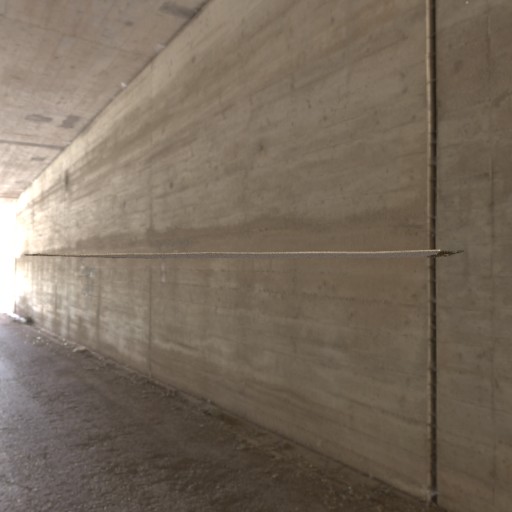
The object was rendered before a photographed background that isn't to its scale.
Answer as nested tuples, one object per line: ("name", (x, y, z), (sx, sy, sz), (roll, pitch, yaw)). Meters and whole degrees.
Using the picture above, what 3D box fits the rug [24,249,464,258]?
("rug", (0.000, 0.000, 2.322), (1.861, 0.017, 1.218), (0, -1, 19))
